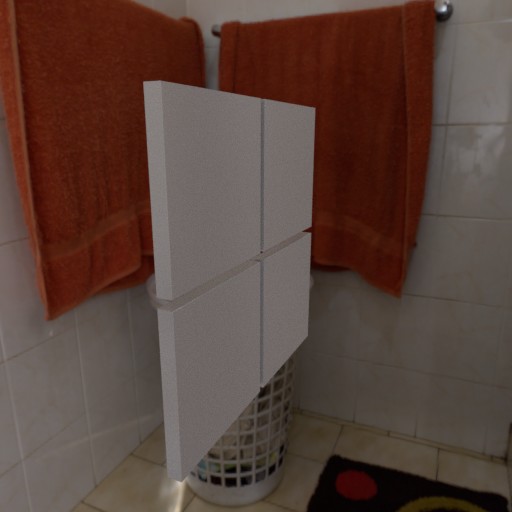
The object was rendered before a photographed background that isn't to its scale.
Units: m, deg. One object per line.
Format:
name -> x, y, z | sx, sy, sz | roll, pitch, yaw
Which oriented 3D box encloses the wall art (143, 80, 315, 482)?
wall art -> 0.000, 0.000, 0.912 | 0.029, 0.611, 0.611 | 7, 17, 25
